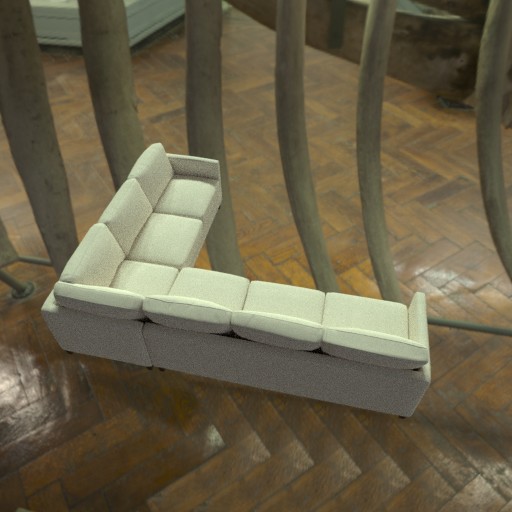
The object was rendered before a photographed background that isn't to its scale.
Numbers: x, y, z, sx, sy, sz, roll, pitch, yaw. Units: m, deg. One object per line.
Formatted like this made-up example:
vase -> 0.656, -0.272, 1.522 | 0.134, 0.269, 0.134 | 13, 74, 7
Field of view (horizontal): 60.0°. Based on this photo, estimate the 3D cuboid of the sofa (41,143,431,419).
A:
sofa -> 0.000, 0.000, 4.607 | 3.302, 0.947, 2.593 | 9, 47, 8
